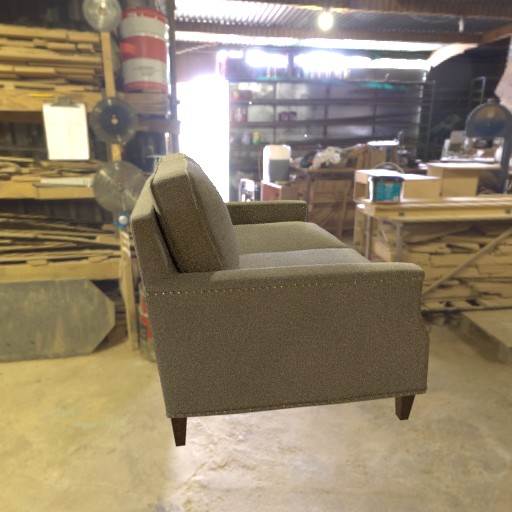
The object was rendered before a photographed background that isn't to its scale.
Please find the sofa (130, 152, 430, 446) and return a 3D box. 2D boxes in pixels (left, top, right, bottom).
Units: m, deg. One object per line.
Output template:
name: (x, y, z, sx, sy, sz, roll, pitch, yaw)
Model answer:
sofa: (0.000, 0.000, 2.259, 1.084, 1.003, 1.597, -3, 16, -10)
